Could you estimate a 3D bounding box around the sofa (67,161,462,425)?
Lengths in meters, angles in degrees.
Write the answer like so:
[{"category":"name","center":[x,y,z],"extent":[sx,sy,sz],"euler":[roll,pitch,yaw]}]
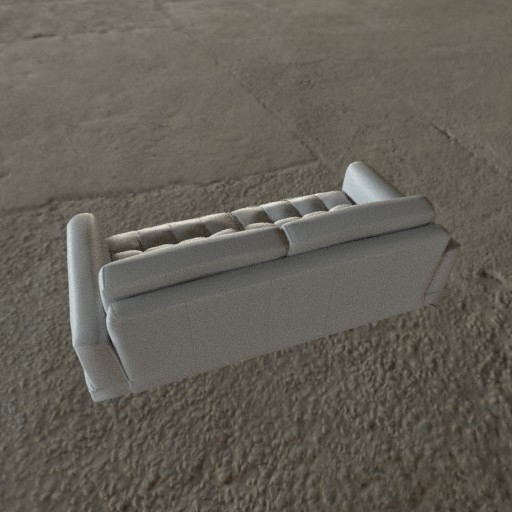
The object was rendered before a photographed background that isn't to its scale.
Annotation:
[{"category":"sofa","center":[0.000,0.000,2.718],"extent":[2.177,0.930,1.121],"euler":[-13,42,-15]}]
